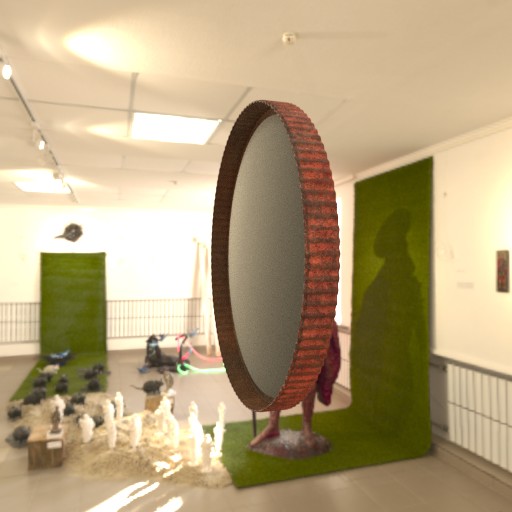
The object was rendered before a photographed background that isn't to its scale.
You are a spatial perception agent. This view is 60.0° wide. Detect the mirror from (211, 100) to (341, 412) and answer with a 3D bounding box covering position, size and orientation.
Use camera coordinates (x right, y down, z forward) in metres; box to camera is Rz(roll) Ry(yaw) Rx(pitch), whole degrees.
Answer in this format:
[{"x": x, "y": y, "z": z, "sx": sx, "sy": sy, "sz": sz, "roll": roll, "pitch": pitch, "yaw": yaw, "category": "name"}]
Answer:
[{"x": 0.000, "y": 0.000, "z": 0.917, "sx": 0.056, "sy": 0.609, "sz": 0.609, "roll": 0, "pitch": -1, "yaw": -18, "category": "mirror"}]
